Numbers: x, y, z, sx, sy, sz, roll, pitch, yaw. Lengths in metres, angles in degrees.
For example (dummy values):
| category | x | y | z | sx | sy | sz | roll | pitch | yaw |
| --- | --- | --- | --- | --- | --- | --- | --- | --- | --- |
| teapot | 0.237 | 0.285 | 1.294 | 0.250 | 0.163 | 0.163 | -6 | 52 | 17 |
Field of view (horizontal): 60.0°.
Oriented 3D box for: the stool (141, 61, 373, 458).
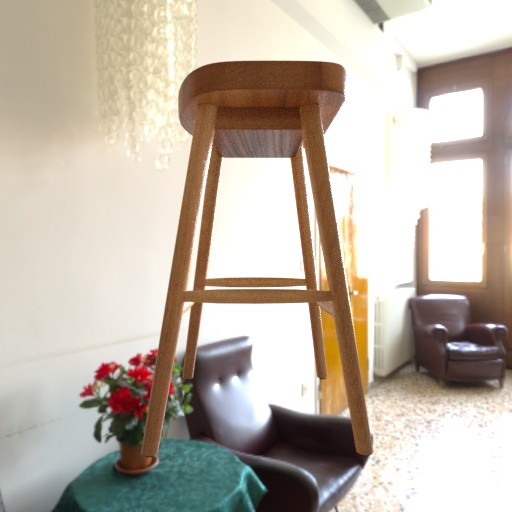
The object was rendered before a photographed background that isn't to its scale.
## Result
| category | x | y | z | sx | sy | sz | roll | pitch | yaw |
| --- | --- | --- | --- | --- | --- | --- | --- | --- | --- |
| stool | 0.000 | 0.000 | 0.893 | 0.361 | 0.615 | 0.440 | 0 | 1 | -1 |
